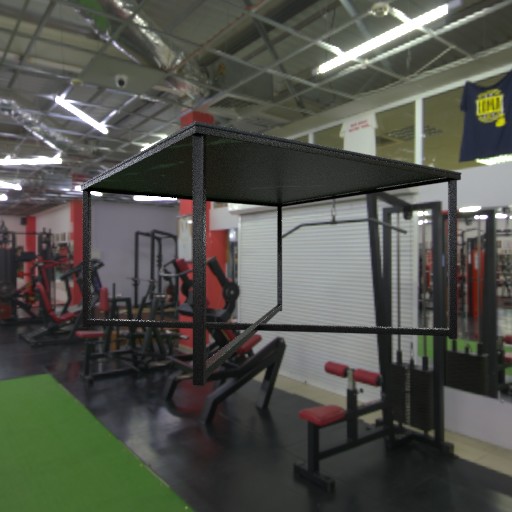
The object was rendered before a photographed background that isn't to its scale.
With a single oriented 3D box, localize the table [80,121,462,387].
[{"bbox_3d":[0.000,0.000,1.299,0.800,0.450,0.800,0,0,-35],"label":"table"}]
